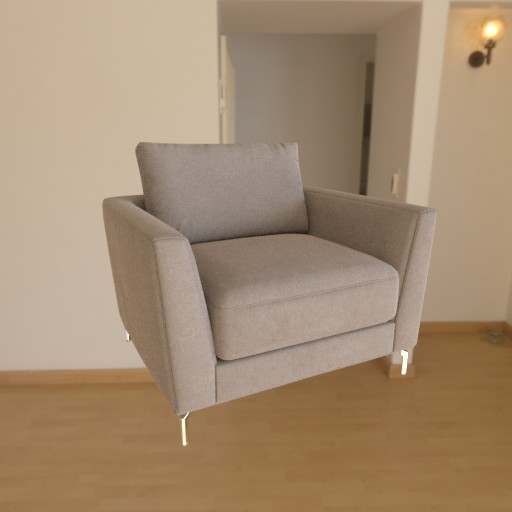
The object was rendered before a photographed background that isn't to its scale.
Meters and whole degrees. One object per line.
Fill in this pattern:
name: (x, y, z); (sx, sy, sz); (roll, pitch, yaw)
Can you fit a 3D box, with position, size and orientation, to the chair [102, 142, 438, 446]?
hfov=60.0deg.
chair: (0.000, 0.000, 1.740); (1.041, 0.864, 0.889); (-8, 17, -26)
